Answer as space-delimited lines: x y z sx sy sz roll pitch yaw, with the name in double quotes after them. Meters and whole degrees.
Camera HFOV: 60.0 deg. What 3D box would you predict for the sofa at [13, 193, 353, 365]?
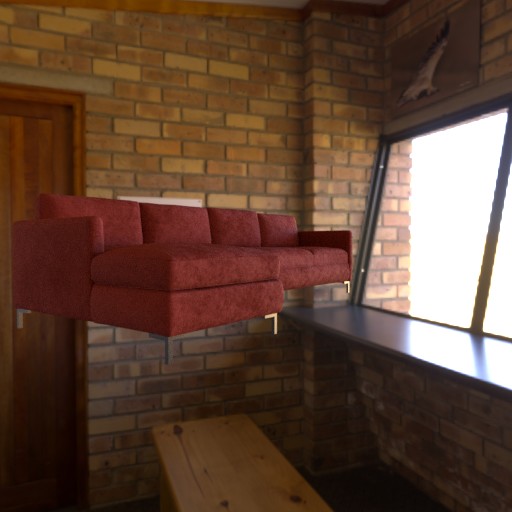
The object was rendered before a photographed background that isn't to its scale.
0.000 0.000 2.758 1.136 0.663 2.467 1 2 37 "sofa"
